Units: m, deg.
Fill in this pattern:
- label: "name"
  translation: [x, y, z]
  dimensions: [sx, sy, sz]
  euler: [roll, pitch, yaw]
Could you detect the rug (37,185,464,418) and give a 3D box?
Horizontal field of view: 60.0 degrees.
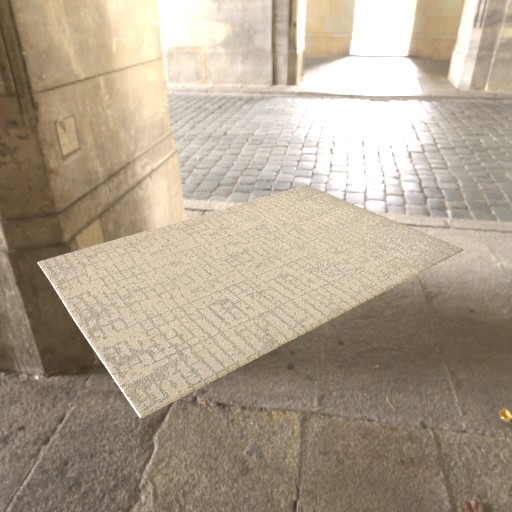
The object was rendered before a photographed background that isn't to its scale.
- label: "rug"
  translation: [0.000, 0.000, 2.273]
  dimensions: [1.827, 0.007, 1.211]
  euler: [-20, 35, -32]
